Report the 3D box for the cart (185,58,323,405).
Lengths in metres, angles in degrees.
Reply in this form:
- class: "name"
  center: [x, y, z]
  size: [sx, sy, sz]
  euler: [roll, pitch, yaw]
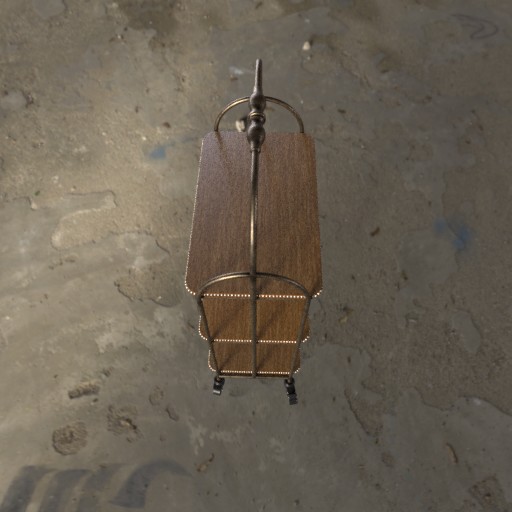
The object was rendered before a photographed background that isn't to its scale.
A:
- class: "cart"
  center: [0.000, 0.000, 1.342]
  size: [0.330, 1.052, 0.650]
  euler: [1, 59, 1]
